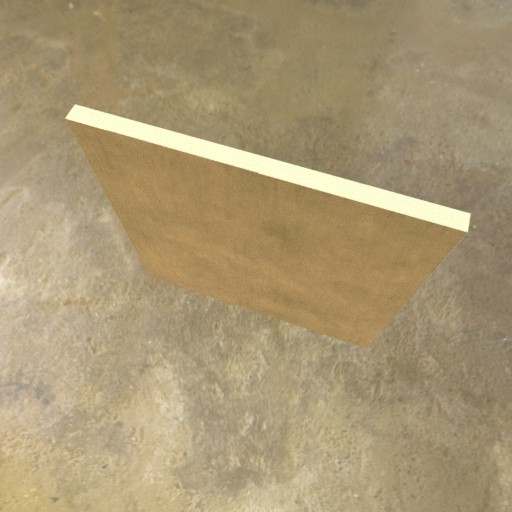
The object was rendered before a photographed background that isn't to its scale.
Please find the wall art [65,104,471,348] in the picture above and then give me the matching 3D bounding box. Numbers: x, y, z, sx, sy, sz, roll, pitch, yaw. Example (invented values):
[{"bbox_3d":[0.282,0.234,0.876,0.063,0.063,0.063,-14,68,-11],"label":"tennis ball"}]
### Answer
[{"bbox_3d":[0.000,0.000,0.682,0.455,0.453,0.023,17,65,8],"label":"wall art"}]
